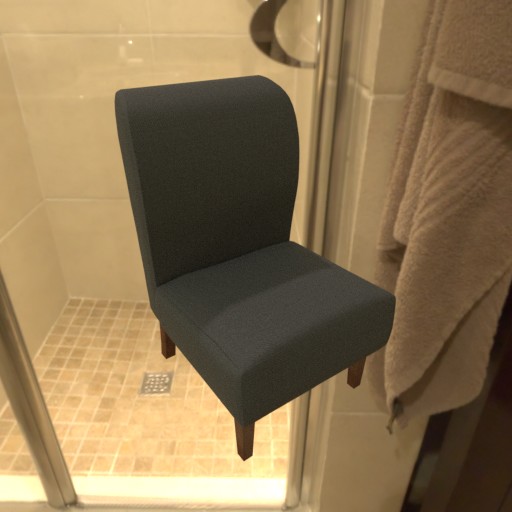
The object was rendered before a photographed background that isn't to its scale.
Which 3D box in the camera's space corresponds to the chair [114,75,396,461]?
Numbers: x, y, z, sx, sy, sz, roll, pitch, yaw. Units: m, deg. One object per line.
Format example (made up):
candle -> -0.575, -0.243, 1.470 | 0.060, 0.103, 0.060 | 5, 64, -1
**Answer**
chair -> 0.000, 0.000, 1.177 | 0.513, 0.804, 0.592 | -20, 36, -31
